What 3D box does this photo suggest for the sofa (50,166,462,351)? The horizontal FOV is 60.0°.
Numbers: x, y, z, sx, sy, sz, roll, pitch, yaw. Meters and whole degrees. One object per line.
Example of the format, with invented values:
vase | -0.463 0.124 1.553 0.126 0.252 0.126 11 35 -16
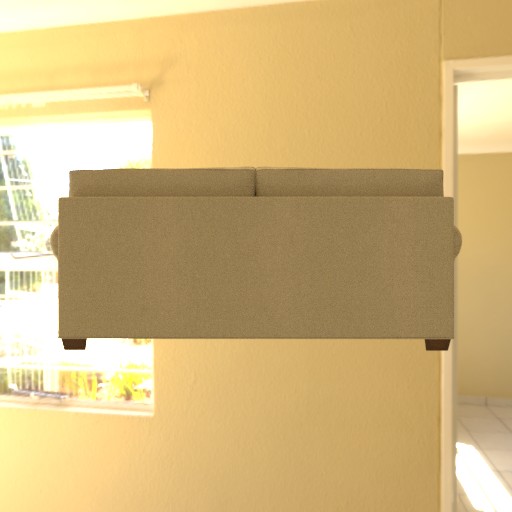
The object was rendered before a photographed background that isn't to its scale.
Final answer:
sofa | 0.000 0.000 2.663 2.146 0.962 0.901 0 0 0
